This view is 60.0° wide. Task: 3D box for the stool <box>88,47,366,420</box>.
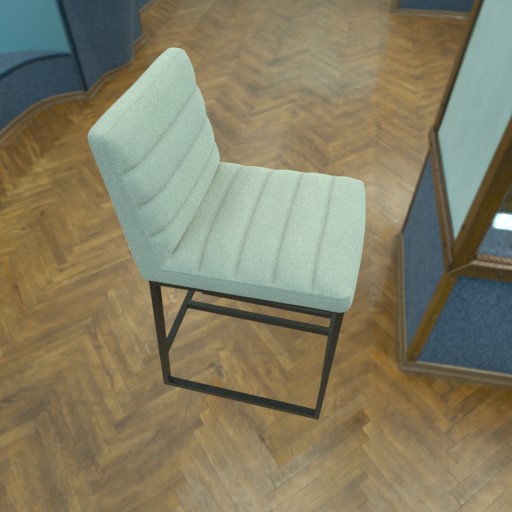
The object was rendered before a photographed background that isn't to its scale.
[{"bbox_3d":[0.000,0.000,1.276,0.567,0.971,0.459,10,47,9],"label":"stool"}]
